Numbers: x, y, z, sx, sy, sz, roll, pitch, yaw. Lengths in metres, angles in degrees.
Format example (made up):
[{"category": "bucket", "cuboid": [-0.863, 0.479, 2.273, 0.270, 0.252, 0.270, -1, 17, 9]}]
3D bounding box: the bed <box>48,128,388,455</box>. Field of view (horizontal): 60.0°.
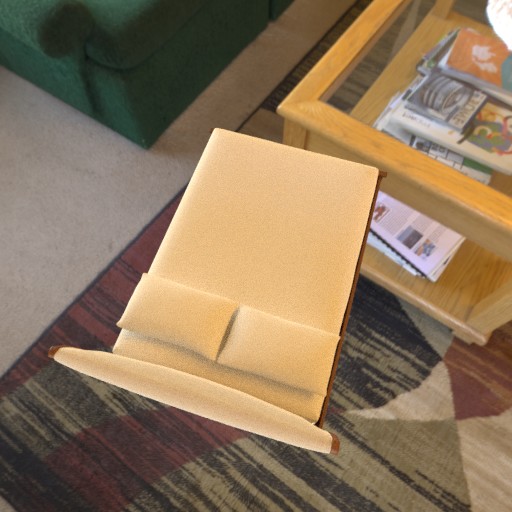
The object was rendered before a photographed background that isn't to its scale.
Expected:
[{"category": "bed", "cuboid": [0.000, 0.000, 3.240, 1.612, 1.250, 2.380, 16, 66, 7]}]
